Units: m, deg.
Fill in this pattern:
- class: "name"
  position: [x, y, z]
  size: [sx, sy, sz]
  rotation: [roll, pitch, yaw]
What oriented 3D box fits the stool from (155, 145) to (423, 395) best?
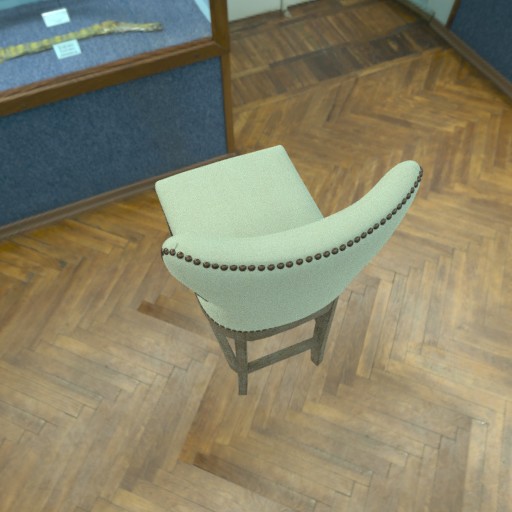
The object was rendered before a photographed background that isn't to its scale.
- class: "stool"
  position: [0.000, 0.000, 1.265]
  size: [0.498, 0.981, 0.608]
  rotation: [-19, 61, -11]
